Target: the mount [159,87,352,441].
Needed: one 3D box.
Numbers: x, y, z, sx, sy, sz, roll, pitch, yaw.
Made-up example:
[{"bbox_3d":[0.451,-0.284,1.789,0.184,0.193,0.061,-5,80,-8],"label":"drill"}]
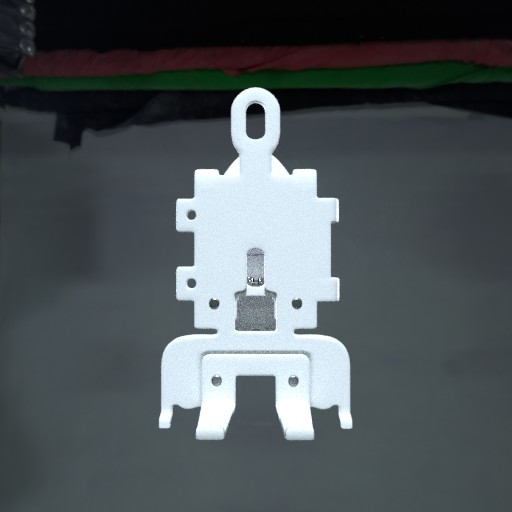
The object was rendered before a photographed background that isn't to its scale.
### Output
[{"bbox_3d":[0.000,0.000,0.178,0.066,0.118,0.100,0,0,0],"label":"mount"}]
